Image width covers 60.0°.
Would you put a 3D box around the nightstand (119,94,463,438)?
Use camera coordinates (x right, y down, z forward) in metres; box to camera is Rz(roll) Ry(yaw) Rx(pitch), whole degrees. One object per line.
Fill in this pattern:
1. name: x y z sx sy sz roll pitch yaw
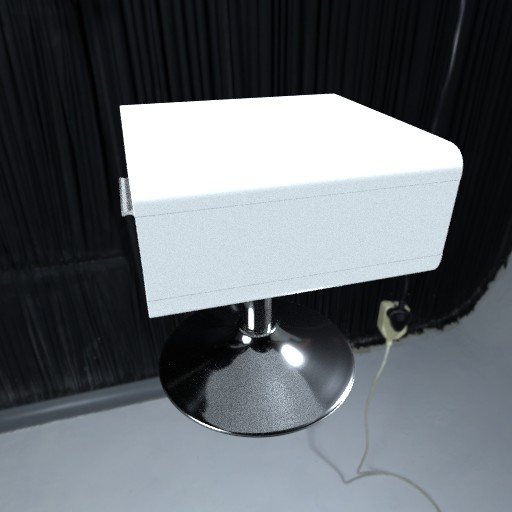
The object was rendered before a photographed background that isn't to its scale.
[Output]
1. nightstand: 0.000 0.000 0.750 0.404 0.447 0.399 -8 31 -14
